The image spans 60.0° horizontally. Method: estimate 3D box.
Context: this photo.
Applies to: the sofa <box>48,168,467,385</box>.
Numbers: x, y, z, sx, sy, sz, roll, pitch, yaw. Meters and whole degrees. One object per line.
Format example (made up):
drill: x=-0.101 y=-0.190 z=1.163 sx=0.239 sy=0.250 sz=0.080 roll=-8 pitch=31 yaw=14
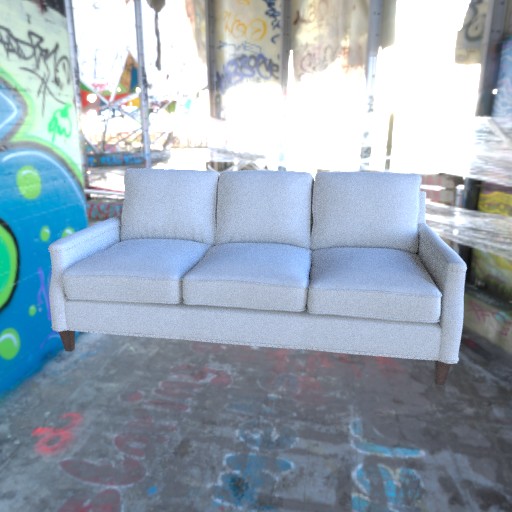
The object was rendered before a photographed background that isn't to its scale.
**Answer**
sofa: x=0.000 y=0.000 z=2.791 sx=2.246 sy=1.003 sz=1.084 roll=3 pitch=17 yaw=9
